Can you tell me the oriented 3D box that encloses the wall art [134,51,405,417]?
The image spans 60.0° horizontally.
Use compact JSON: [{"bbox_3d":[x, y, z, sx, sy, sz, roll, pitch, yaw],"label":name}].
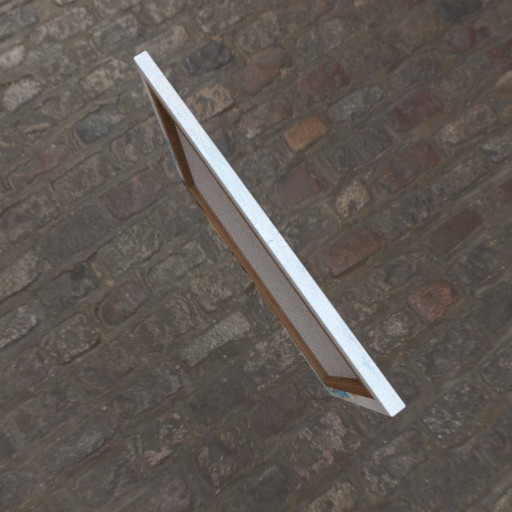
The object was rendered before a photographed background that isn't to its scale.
[{"bbox_3d":[0.000,0.000,1.359,0.038,0.762,1.016,-34,78,-8],"label":"wall art"}]
